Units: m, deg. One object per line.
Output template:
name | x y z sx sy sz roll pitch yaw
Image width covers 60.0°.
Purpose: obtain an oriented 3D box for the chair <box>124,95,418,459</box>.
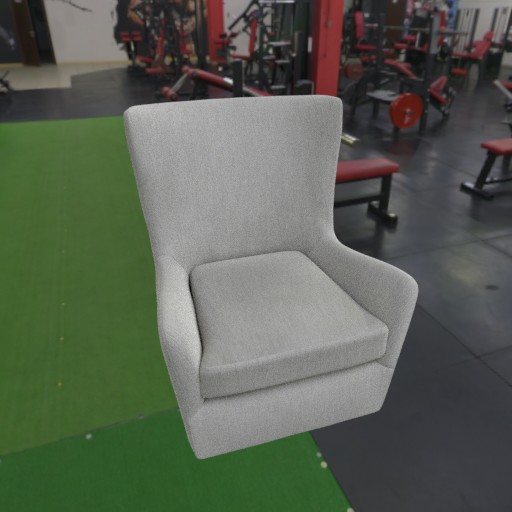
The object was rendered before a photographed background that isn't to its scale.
chair | 0.000 0.000 1.610 0.779 1.000 0.904 -9 31 -15
